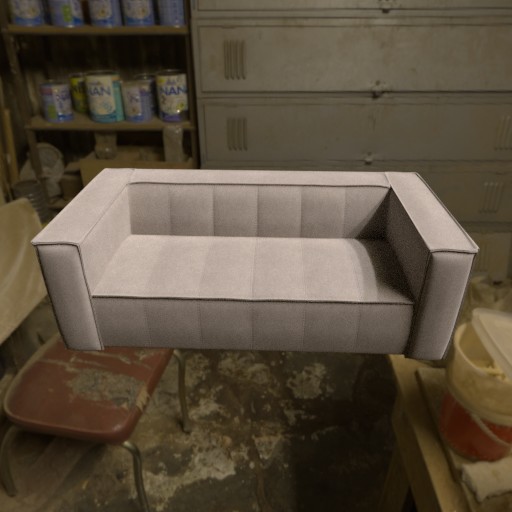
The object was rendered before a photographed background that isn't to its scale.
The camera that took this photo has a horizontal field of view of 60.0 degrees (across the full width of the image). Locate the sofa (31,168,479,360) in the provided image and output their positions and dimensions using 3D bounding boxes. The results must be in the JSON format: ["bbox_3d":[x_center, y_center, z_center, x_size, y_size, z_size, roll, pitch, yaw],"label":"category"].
[{"bbox_3d":[0.000,0.000,2.508,1.995,0.680,1.038,1,30,2],"label":"sofa"}]
